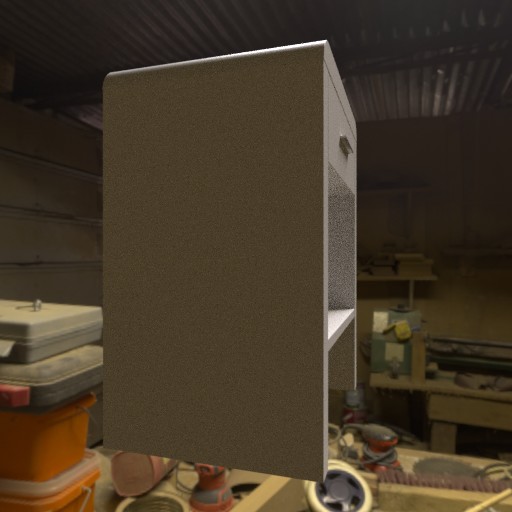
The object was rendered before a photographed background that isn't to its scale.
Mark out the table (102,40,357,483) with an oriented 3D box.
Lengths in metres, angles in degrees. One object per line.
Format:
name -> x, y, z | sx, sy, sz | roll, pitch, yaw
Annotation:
table -> 0.000, 0.000, 0.840 | 0.350, 0.590, 0.450 | 0, 0, 18
